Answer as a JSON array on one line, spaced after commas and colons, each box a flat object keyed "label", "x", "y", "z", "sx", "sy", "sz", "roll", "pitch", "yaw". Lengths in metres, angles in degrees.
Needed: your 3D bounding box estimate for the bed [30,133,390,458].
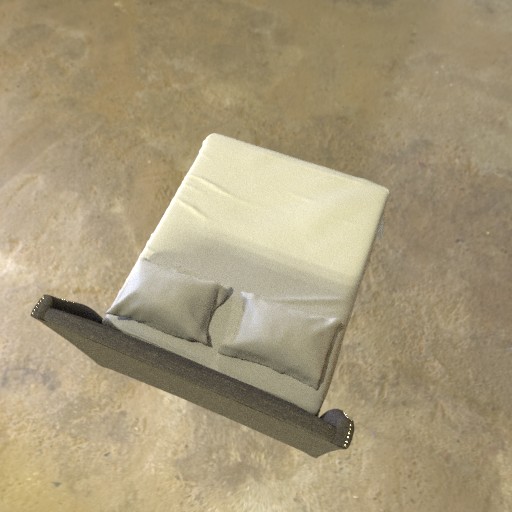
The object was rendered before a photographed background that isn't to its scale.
[{"label": "bed", "x": 0.000, "y": 0.000, "z": 3.412, "sx": 1.925, "sy": 1.332, "sz": 2.276, "roll": 20, "pitch": 66, "yaw": 9}]
